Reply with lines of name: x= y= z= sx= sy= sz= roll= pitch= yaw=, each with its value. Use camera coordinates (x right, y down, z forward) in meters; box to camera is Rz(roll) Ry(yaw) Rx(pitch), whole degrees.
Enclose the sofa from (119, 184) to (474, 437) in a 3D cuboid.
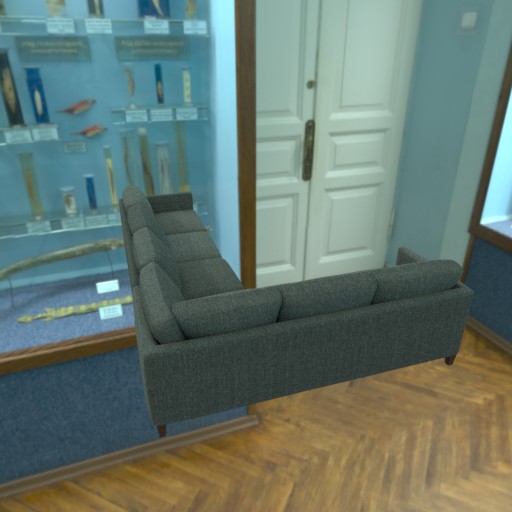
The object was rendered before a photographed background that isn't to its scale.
sofa: x=0.000 y=0.000 z=4.607 sx=2.593 sy=0.947 sz=3.302 roll=-8 pitch=27 yaw=-16
